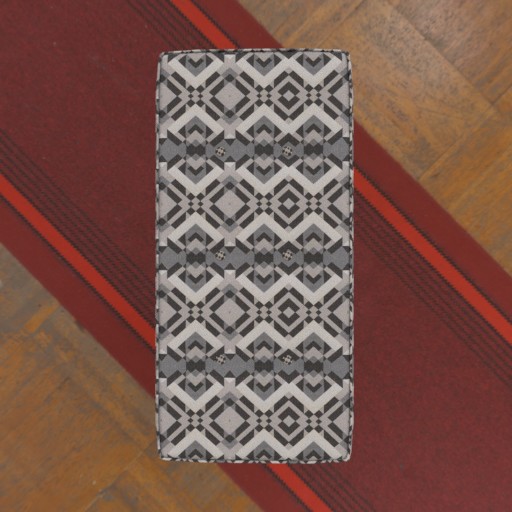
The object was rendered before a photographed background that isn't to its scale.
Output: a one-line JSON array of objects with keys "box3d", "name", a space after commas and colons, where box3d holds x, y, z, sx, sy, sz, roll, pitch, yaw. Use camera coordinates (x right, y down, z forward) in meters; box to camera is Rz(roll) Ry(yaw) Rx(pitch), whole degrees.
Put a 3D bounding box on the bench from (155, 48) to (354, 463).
[{"box3d": [0.000, 0.000, 1.297, 0.492, 0.477, 1.016, 0, 90, 1], "name": "bench"}]
